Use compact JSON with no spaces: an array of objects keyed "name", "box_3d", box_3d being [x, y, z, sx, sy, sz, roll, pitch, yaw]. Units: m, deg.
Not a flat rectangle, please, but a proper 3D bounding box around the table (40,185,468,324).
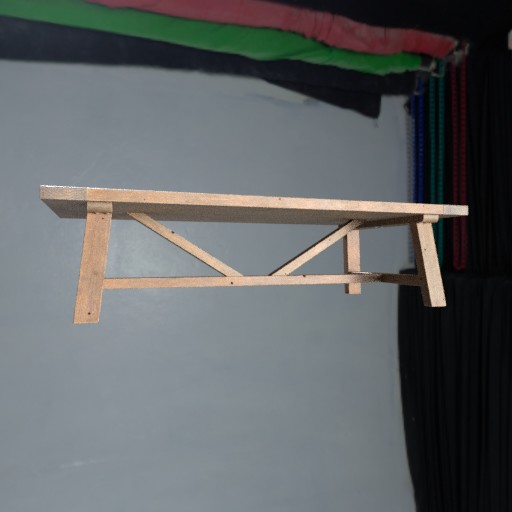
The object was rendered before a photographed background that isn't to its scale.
[{"name":"table","box_3d":[0.000,0.000,2.144,1.800,0.465,0.820,0,0,-20]}]
